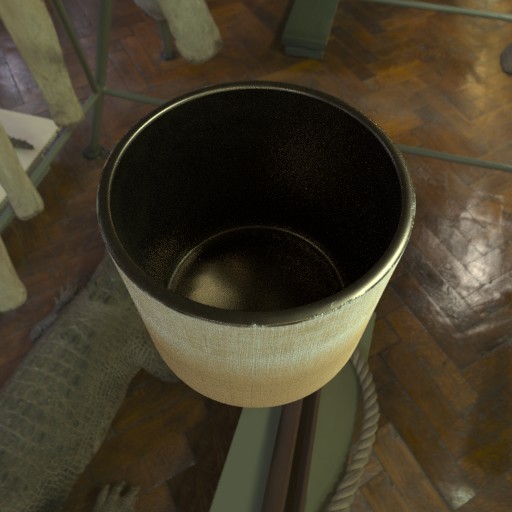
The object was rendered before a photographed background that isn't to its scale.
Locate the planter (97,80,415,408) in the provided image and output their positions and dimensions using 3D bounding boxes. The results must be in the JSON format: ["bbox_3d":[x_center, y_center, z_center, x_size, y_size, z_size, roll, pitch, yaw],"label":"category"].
[{"bbox_3d":[0.000,0.000,0.389,0.221,0.201,0.221,0,58,0],"label":"planter"}]
